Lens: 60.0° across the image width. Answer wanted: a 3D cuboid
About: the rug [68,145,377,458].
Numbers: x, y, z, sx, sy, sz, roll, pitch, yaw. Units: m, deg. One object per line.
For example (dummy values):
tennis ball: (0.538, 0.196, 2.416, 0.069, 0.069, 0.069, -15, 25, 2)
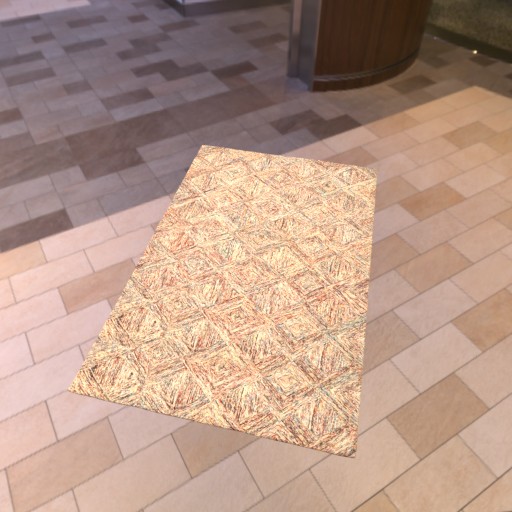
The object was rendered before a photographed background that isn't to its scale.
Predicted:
rug: (0.000, 0.000, 2.257, 1.143, 0.014, 1.761, 10, 49, 9)
